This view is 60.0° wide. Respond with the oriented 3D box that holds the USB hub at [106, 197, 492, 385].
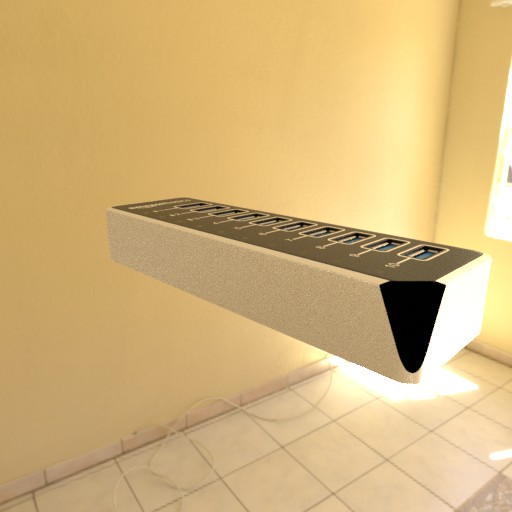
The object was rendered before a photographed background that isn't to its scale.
[{"bbox_3d":[0.000,0.000,0.160,0.044,0.023,0.145,-16,22,-42],"label":"USB hub"}]
